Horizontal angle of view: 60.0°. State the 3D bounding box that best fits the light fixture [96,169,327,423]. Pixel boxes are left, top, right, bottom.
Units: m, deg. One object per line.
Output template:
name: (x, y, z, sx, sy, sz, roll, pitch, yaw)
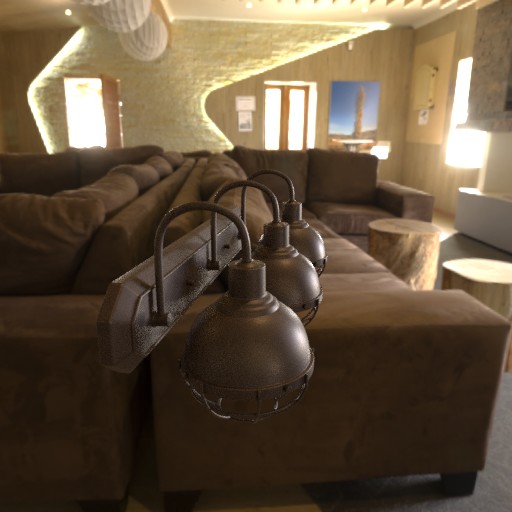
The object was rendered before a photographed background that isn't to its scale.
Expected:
light fixture: (0.000, 0.000, 0.753, 0.229, 0.254, 0.634, 3, 16, 10)
